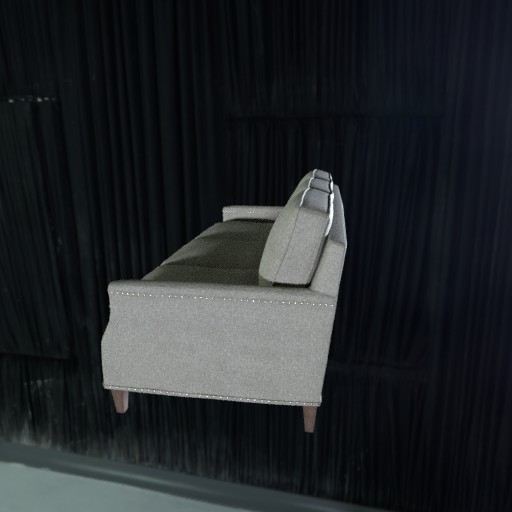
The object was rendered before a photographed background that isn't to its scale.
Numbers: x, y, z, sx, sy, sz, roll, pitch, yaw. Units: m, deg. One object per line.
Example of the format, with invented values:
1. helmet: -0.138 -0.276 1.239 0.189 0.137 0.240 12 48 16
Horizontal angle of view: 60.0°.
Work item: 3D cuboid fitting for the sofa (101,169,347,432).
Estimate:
1. sofa: 0.000 0.000 2.912 1.084 1.003 2.246 2 15 9
